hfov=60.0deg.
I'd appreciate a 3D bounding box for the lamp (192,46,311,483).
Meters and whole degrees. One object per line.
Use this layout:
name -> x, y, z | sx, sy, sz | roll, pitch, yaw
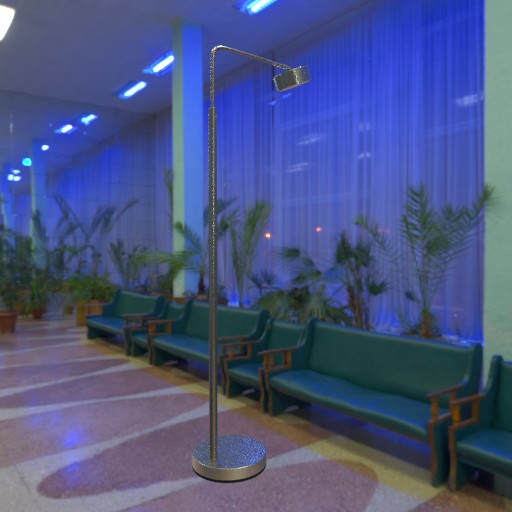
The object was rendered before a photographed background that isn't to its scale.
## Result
lamp -> 0.000, 0.000, 1.383 | 0.421, 1.250, 0.222 | -1, 1, -36
